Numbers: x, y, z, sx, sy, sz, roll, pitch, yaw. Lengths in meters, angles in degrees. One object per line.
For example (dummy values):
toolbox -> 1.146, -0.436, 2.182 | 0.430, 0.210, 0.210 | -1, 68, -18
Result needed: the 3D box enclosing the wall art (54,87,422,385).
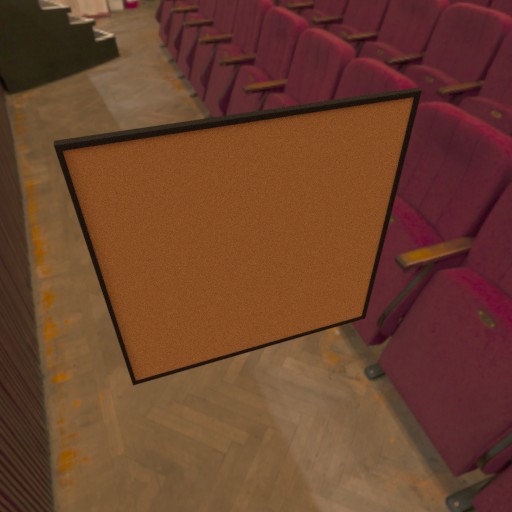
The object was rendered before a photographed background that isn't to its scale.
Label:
wall art -> 0.000, 0.000, 0.682 | 0.458, 0.457, 0.013 | -13, 43, -14
